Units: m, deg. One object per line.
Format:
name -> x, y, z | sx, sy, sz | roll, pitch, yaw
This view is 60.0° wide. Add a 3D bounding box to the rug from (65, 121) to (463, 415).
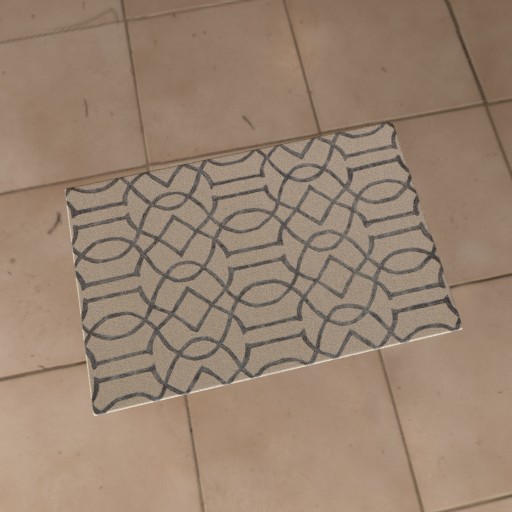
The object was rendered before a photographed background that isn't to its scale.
rug -> 0.000, 0.000, 2.942 | 2.365, 0.017, 1.521 | -12, 76, -3
